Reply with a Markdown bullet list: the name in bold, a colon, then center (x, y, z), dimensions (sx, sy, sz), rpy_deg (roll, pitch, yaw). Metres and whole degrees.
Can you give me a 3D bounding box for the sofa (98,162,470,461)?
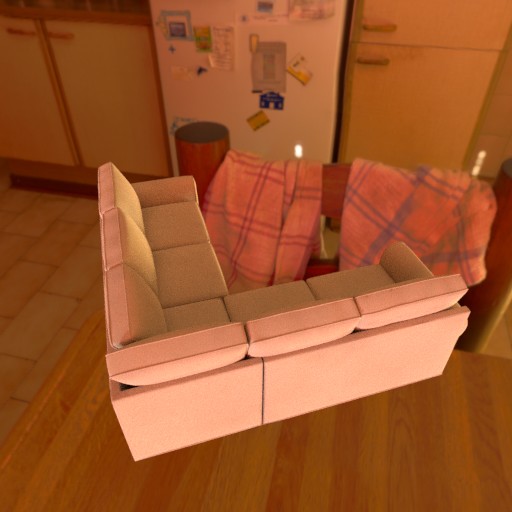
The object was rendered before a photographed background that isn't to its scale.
- **sofa**: center (0.000, 0.000, 3.877), dimensions (2.487, 1.053, 2.562), rpy_deg (-11, 42, -13)
